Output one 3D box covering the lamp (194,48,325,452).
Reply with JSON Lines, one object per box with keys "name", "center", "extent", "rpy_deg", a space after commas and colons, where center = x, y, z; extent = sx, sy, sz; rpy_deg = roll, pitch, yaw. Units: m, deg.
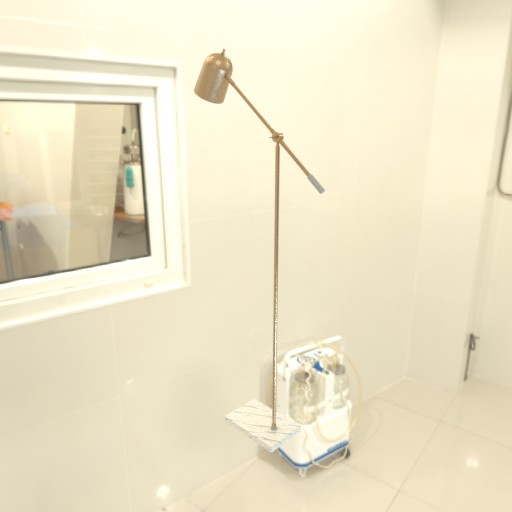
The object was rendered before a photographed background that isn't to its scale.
{"name": "lamp", "center": [0.000, 0.000, 1.815], "extent": [0.653, 1.594, 0.194], "rpy_deg": [16, 23, 42]}
